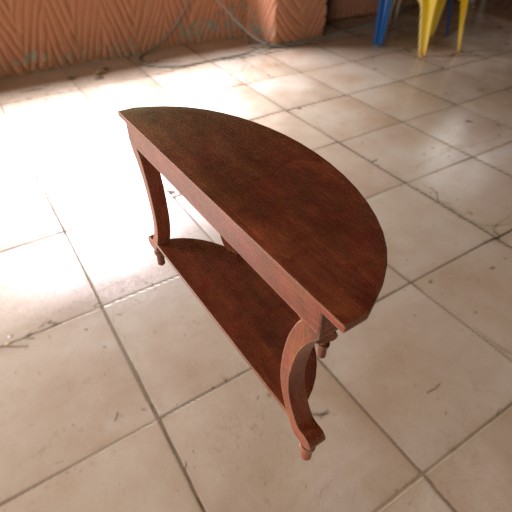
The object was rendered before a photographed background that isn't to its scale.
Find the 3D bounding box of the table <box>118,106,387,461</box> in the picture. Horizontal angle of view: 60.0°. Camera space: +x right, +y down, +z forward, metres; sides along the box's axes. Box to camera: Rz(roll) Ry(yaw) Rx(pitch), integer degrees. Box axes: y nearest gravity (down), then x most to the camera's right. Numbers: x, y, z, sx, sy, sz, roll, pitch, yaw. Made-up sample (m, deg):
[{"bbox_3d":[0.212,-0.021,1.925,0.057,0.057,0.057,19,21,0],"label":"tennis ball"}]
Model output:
[{"bbox_3d":[0.000,0.000,1.519,0.394,0.699,1.198,-23,46,-25],"label":"table"}]
